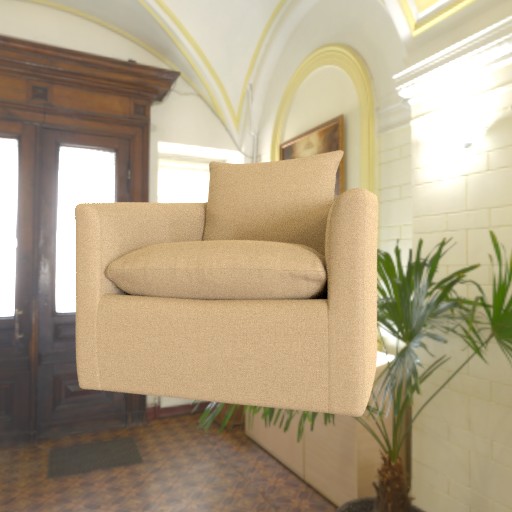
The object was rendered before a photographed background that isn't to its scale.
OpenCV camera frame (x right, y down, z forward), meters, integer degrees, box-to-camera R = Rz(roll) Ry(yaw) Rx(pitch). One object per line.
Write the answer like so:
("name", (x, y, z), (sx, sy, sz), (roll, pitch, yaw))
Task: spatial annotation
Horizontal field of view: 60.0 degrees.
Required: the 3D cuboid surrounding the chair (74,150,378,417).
("chair", (0.000, 0.000, 1.586), (0.845, 0.848, 0.910), (0, -2, 18))
